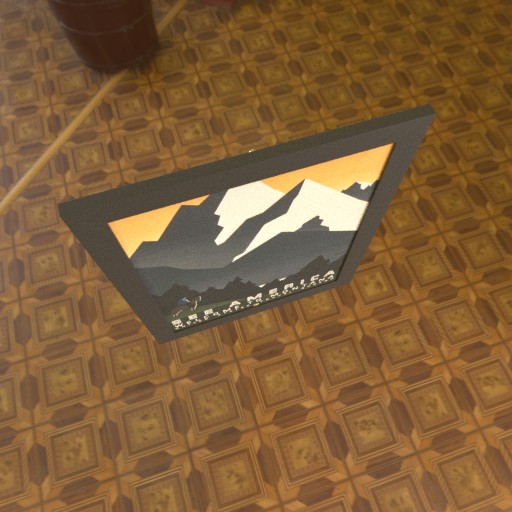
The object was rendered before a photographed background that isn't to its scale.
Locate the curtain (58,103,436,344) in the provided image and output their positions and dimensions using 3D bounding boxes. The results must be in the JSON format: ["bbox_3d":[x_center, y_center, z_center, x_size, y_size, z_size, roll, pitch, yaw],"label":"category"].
[{"bbox_3d":[0.000,0.000,0.810,0.483,0.585,0.027,-17,66,-8],"label":"curtain"}]
